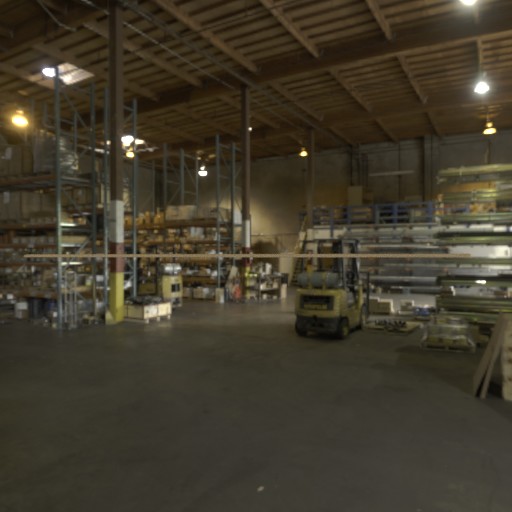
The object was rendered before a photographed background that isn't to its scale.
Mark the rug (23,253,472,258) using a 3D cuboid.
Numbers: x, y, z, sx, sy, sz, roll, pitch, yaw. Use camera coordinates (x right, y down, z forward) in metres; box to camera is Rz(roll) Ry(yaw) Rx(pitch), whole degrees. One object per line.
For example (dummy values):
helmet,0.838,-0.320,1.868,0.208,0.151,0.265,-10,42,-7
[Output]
rug,0.000,0.000,2.076,1.667,0.013,1.062,0,0,16
